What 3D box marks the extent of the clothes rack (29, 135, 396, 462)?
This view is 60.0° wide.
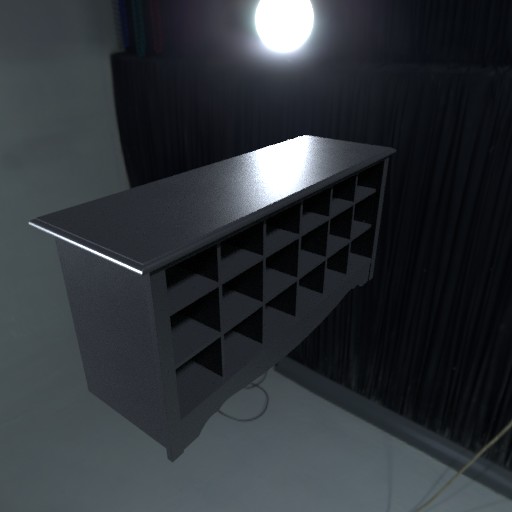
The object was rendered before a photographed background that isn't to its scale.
[{"bbox_3d":[0.000,0.000,1.476,0.406,0.556,1.219,19,32,33],"label":"clothes rack"}]
